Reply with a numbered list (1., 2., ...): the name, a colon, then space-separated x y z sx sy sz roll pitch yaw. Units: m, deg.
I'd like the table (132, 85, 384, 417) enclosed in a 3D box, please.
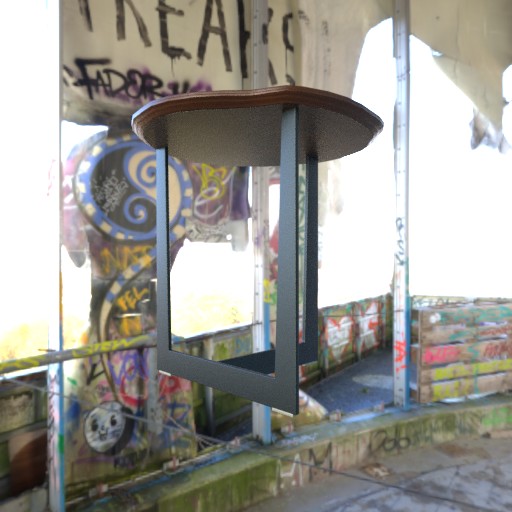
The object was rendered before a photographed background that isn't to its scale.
1. table: 0.000 0.000 0.866 0.477 0.476 0.494 0 0 34
